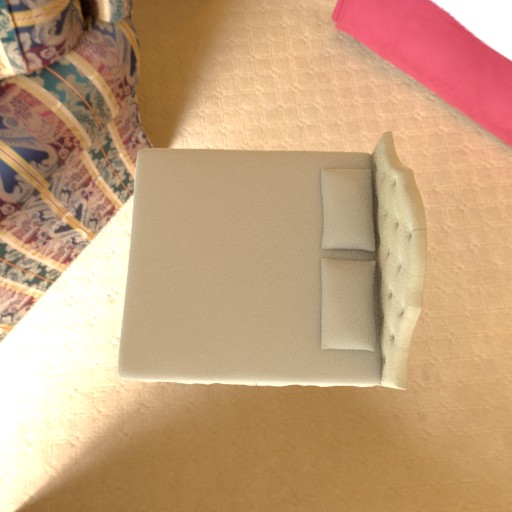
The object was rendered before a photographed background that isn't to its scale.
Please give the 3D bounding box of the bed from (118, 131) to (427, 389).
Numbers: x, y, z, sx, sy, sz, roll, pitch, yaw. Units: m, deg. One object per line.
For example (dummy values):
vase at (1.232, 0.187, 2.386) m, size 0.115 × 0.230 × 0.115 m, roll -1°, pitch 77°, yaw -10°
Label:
bed at (0.000, 0.000, 3.456) m, size 2.086 × 1.555 × 2.012 m, roll 1°, pitch 76°, yaw 0°
